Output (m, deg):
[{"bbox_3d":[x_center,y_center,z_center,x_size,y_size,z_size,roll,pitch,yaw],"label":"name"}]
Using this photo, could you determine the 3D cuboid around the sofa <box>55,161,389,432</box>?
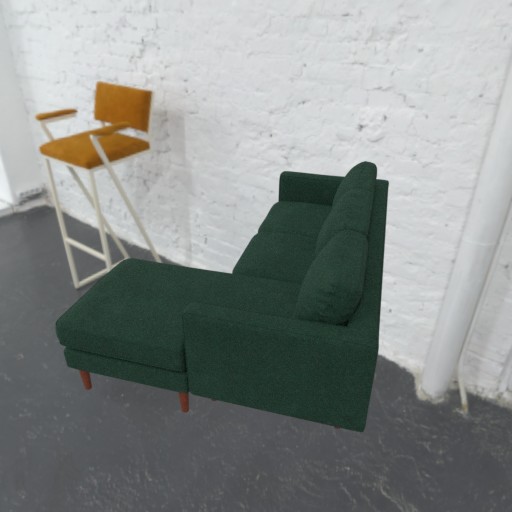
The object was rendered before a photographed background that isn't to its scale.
[{"bbox_3d":[0.000,0.000,2.895,1.580,0.899,2.030,8,30,14],"label":"sofa"}]
